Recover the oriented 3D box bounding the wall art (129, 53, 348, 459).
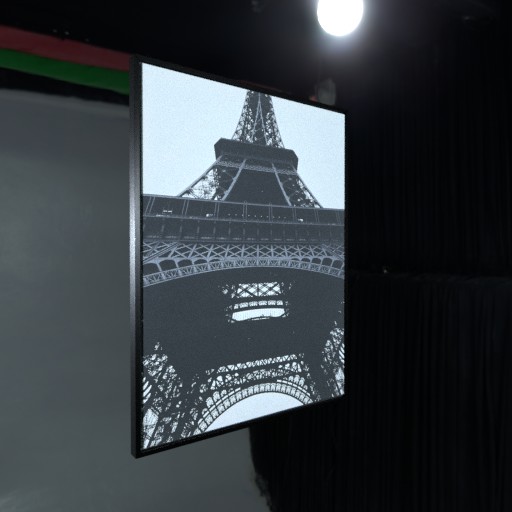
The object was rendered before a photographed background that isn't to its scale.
[{"bbox_3d":[0.000,0.000,1.408,0.805,1.062,0.040,0,1,-36],"label":"wall art"}]
